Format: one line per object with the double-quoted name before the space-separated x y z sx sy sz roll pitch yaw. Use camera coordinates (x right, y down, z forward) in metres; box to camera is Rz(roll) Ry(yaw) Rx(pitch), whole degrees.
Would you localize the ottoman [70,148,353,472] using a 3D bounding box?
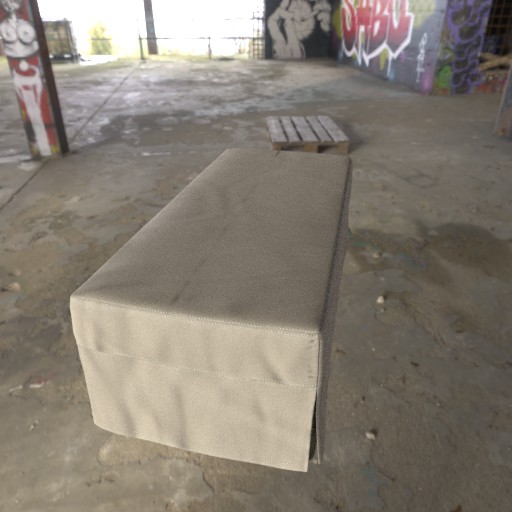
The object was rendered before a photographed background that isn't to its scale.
"ottoman" 0.000 0.000 1.664 0.665 0.457 1.388 7 30 12
